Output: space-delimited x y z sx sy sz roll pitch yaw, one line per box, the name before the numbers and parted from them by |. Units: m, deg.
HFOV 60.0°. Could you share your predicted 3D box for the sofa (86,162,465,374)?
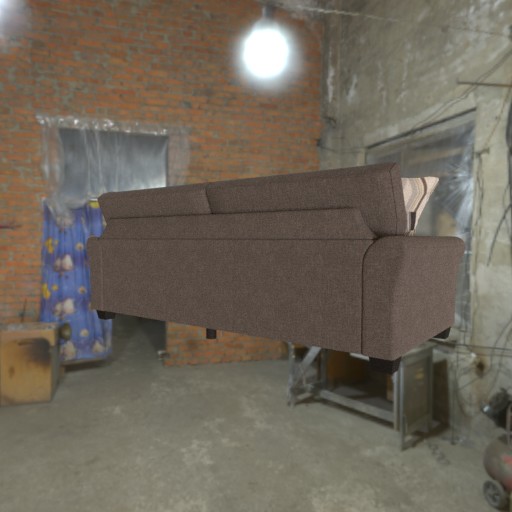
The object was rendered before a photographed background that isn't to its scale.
sofa | 0.000 0.000 2.530 2.032 0.813 0.889 2 3 38
